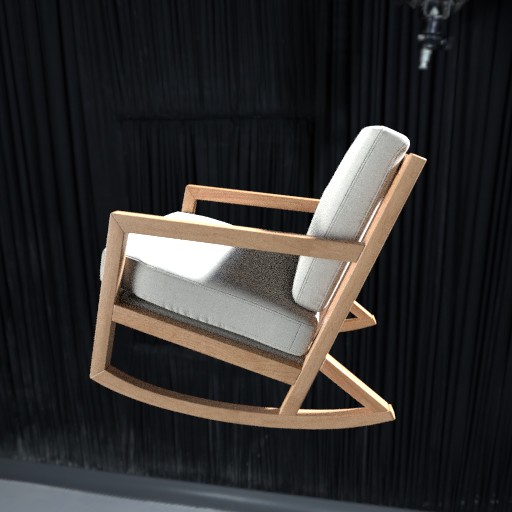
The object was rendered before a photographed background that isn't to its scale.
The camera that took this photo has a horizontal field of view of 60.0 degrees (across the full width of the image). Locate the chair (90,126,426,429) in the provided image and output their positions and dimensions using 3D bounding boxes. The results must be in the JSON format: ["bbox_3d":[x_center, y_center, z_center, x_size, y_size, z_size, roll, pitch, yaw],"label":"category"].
[{"bbox_3d":[0.000,0.000,1.410,0.857,0.790,0.622,3,16,10],"label":"chair"}]
